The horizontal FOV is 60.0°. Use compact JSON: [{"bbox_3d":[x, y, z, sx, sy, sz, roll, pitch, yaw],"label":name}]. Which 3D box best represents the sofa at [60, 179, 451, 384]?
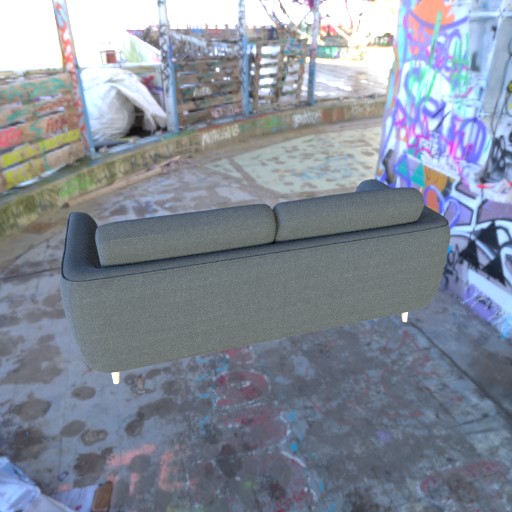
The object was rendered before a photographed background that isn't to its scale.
[{"bbox_3d":[0.000,0.000,2.514,2.000,0.850,0.920,-9,29,-16],"label":"sofa"}]
